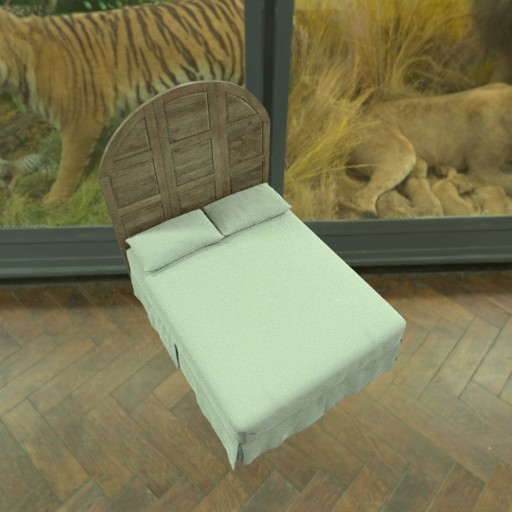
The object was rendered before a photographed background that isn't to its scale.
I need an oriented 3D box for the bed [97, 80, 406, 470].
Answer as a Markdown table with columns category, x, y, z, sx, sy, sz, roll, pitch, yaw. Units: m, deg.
| category | x | y | z | sx | sy | sz | roll | pitch | yaw |
| --- | --- | --- | --- | --- | --- | --- | --- | --- | --- |
| bed | 0.000 | 0.000 | 3.526 | 1.713 | 2.002 | 2.112 | -25 | 52 | -22 |
